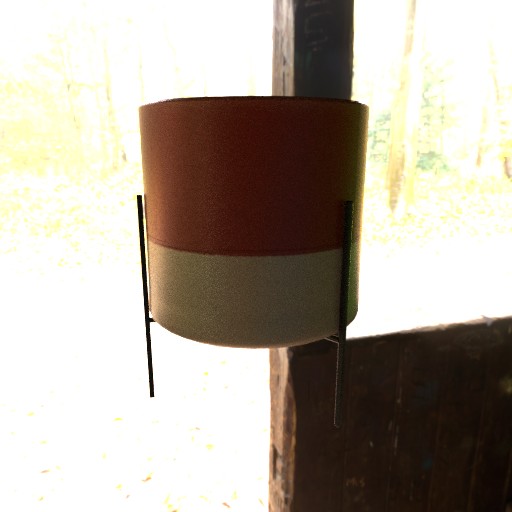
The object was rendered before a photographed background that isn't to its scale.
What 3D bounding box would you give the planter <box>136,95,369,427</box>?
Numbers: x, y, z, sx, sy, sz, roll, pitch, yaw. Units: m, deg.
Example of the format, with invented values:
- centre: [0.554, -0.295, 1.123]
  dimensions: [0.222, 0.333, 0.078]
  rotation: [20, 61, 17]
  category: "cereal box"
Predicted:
- centre: [0.000, 0.000, 0.727]
  dimensions: [0.354, 0.465, 0.345]
  rotation: [14, 20, 43]
  category: "planter"
